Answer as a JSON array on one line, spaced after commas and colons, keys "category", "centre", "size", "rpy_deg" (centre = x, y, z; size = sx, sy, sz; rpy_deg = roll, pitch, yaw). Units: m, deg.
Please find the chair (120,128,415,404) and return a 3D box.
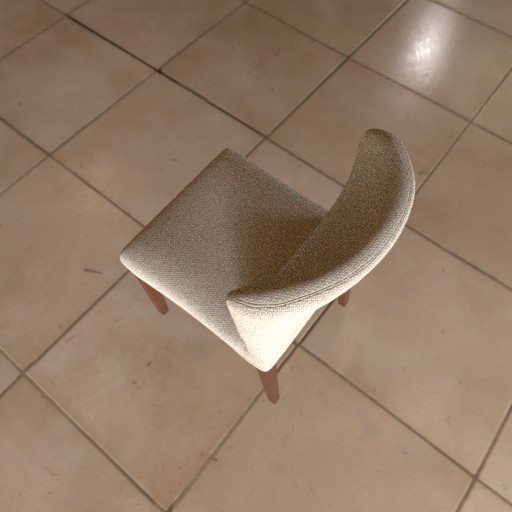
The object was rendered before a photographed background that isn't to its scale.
[{"category": "chair", "centre": [0.000, 0.000, 1.193], "size": [0.589, 0.839, 0.491], "rpy_deg": [34, 68, 16]}]
